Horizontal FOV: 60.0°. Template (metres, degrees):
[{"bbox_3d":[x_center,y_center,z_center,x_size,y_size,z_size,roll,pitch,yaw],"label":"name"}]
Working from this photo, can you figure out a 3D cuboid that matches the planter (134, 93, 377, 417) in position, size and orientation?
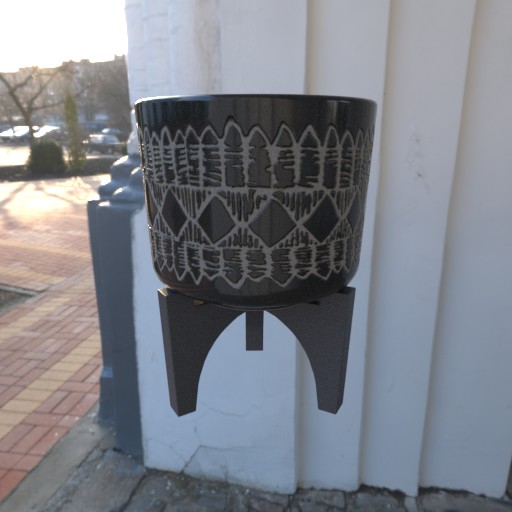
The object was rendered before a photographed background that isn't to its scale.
[{"bbox_3d":[0.000,0.000,0.404,0.196,0.264,0.196,8,18,27],"label":"planter"}]
